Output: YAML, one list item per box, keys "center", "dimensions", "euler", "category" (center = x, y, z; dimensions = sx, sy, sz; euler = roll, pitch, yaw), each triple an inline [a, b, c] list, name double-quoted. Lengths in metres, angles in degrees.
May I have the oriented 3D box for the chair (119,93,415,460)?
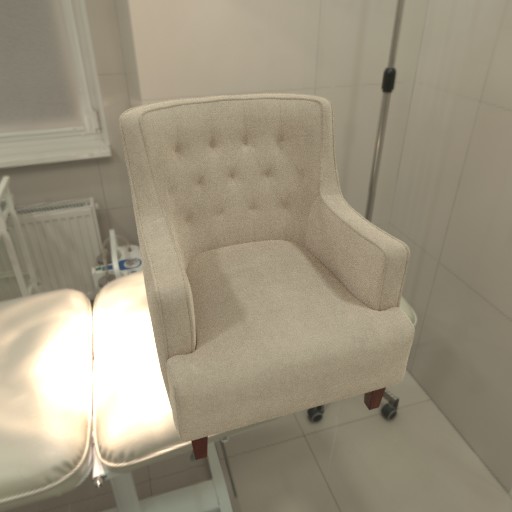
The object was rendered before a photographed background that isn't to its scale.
- center: [0.000, 0.000, 1.555]
  dimensions: [0.781, 0.920, 0.910]
  euler: [-10, 33, -15]
  category: "chair"
